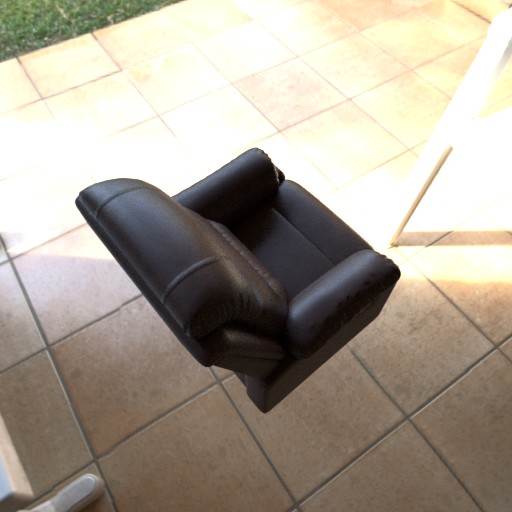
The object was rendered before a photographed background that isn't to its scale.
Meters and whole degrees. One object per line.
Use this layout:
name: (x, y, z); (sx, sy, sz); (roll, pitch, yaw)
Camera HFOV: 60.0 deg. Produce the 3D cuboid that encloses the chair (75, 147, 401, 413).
chair: (0.000, 0.000, 1.693); (0.919, 0.992, 0.855); (-35, 64, -20)
